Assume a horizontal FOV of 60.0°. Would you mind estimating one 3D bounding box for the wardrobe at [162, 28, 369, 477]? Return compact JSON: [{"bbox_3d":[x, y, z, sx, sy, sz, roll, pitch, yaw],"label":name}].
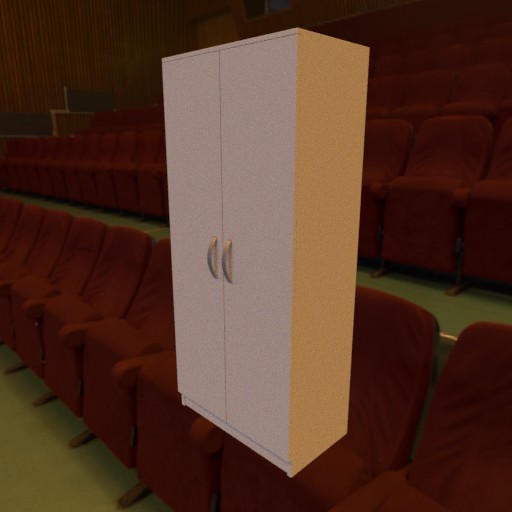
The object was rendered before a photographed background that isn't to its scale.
[{"bbox_3d":[0.000,0.000,2.007,0.760,1.700,0.470,14,20,43],"label":"wardrobe"}]
